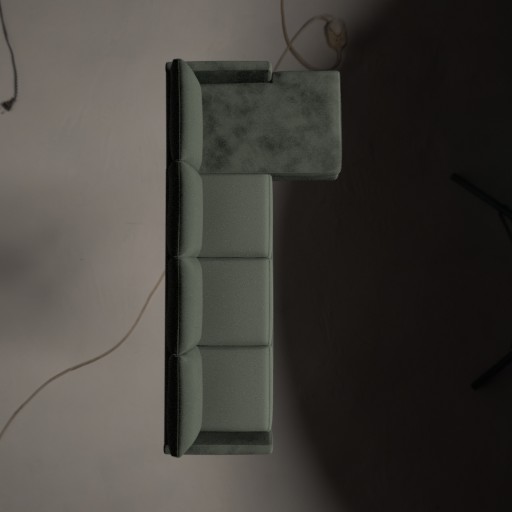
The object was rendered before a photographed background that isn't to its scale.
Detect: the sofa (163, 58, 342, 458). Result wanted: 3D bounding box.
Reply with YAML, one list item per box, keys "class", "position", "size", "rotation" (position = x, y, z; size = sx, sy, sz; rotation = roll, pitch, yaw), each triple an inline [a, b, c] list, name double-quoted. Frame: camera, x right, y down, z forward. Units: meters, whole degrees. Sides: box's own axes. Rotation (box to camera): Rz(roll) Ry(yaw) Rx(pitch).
- class: "sofa"
  position: [0.000, 0.000, 3.193]
  size: [1.255, 0.756, 2.725]
  rotation: [0, 88, 0]
